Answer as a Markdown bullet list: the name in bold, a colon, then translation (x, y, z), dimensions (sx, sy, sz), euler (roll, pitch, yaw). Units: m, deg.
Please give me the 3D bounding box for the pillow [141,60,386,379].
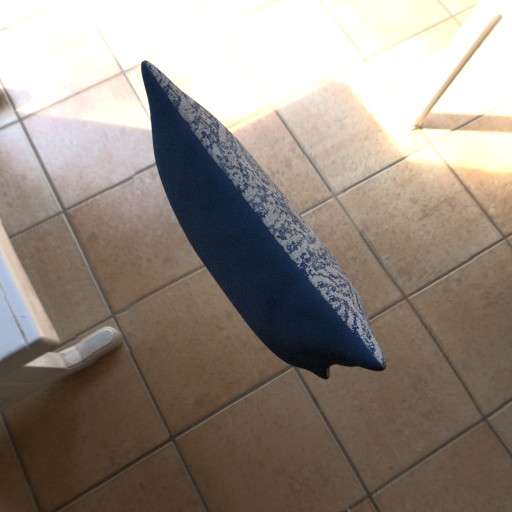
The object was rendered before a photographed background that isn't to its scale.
- **pillow**: translation (0.000, 0.000, 0.799), dimensions (0.166, 0.510, 0.523), euler (-35, 77, -10)
